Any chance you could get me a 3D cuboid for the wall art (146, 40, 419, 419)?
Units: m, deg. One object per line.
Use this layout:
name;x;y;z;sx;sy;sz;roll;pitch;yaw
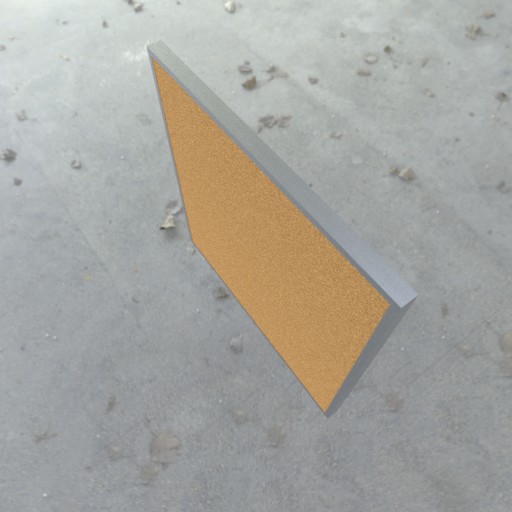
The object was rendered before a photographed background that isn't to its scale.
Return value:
wall art;0.000;0.000;1.192;0.038;0.806;0.806;-31;64;-18
